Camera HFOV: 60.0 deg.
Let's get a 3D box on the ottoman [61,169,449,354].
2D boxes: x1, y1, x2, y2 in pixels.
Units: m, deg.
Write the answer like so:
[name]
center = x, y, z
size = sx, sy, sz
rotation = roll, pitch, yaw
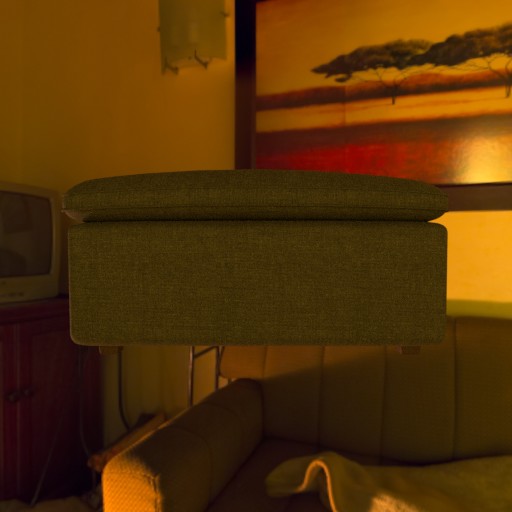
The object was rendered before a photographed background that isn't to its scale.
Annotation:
[ottoman]
center = 0.000, 0.000, 1.690
size = 1.067, 0.559, 1.067
rotation = 0, 0, 0
